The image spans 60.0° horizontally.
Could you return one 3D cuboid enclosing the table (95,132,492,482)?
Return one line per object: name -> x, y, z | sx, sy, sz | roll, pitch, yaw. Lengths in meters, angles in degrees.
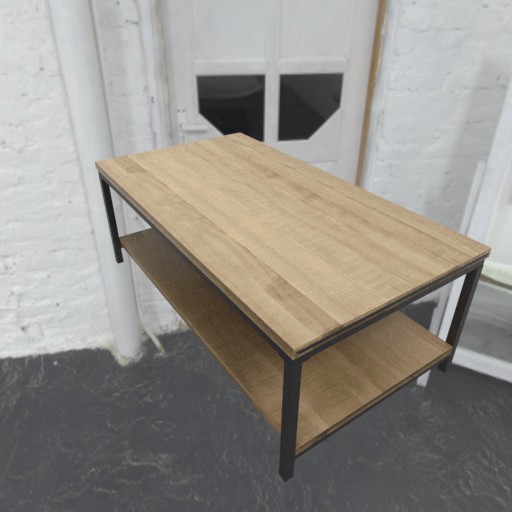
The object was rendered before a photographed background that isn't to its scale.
table -> 0.000, 0.000, 1.346 | 0.574, 0.393, 1.062 | -20, 37, -28
